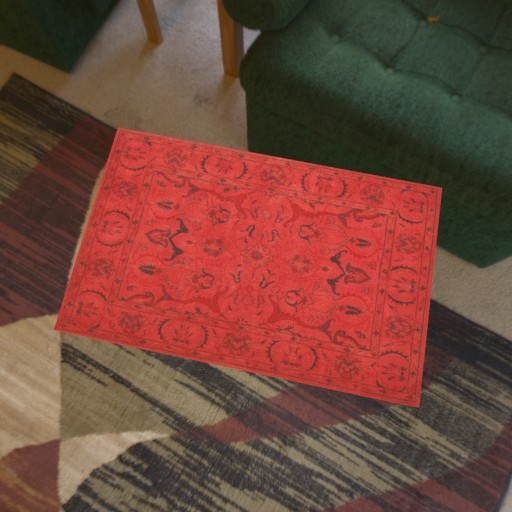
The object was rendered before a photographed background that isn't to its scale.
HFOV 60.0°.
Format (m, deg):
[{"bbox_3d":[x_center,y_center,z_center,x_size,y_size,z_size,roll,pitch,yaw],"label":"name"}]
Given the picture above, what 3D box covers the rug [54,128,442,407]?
[{"bbox_3d":[0.000,0.000,3.064,2.423,0.010,1.534,11,75,3],"label":"rug"}]
